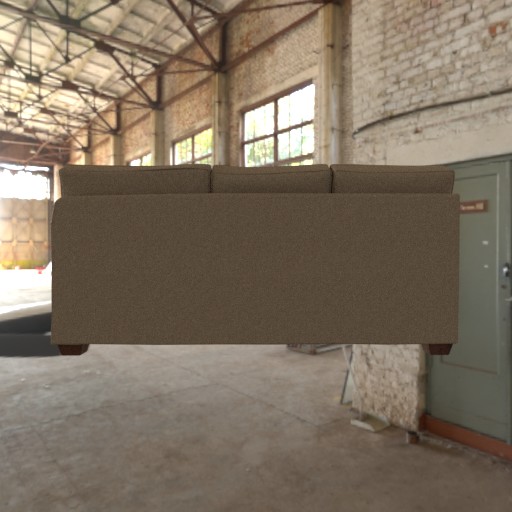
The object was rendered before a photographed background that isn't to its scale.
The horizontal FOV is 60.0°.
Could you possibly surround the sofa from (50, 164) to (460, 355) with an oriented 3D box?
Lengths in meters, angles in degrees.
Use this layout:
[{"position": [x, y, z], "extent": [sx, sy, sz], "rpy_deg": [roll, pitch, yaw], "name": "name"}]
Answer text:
[{"position": [0.000, 0.000, 2.593], "extent": [1.963, 0.946, 1.034], "rpy_deg": [0, 1, 0], "name": "sofa"}]
